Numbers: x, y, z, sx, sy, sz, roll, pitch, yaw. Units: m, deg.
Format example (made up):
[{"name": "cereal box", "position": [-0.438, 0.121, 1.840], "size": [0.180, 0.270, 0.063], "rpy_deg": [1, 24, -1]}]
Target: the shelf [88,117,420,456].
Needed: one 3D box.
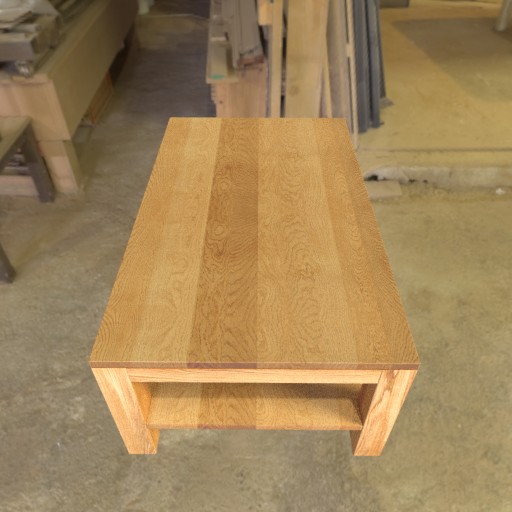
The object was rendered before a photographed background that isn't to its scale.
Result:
[{"name": "shelf", "position": [0.000, 0.000, 1.507], "size": [0.700, 0.450, 1.150], "rpy_deg": [0, 43, 0]}]
